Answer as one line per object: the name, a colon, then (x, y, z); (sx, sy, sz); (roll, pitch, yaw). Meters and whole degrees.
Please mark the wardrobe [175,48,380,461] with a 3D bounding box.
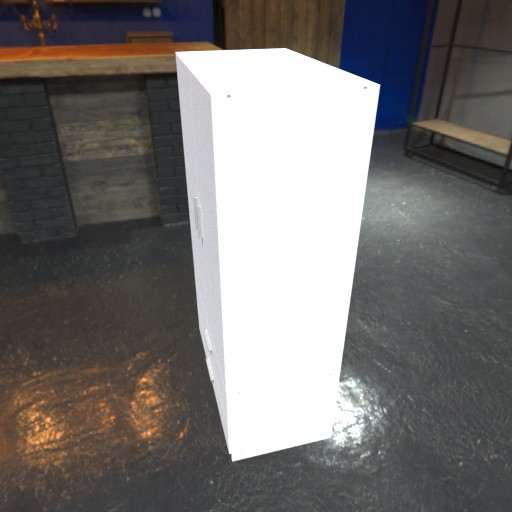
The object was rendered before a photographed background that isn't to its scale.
wardrobe: (0.000, 0.000, 2.265); (0.577, 1.808, 0.991); (-8, 32, -13)
